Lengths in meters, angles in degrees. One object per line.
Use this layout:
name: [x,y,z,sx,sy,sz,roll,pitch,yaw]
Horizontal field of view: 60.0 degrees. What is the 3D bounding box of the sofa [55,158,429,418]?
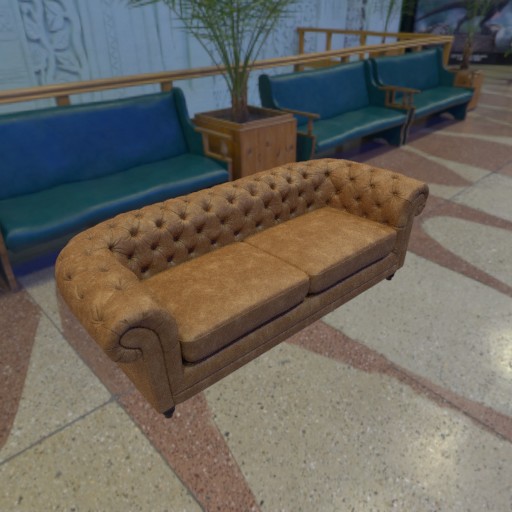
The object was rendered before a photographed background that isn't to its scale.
sofa: [0.000,0.000,2.820,2.365,0.760,0.989,-24,38,-34]
